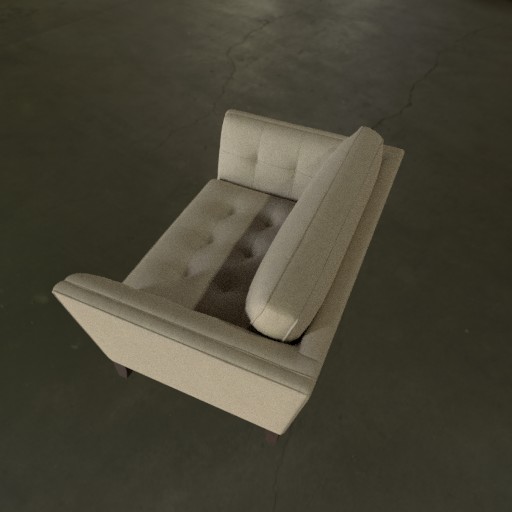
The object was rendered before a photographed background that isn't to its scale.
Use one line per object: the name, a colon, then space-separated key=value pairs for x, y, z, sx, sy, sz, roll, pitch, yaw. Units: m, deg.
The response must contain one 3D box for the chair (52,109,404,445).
chair: x=0.000 y=0.000 z=2.060 sx=0.965 sy=0.940 sz=1.397 roll=18 pitch=49 yaw=16
